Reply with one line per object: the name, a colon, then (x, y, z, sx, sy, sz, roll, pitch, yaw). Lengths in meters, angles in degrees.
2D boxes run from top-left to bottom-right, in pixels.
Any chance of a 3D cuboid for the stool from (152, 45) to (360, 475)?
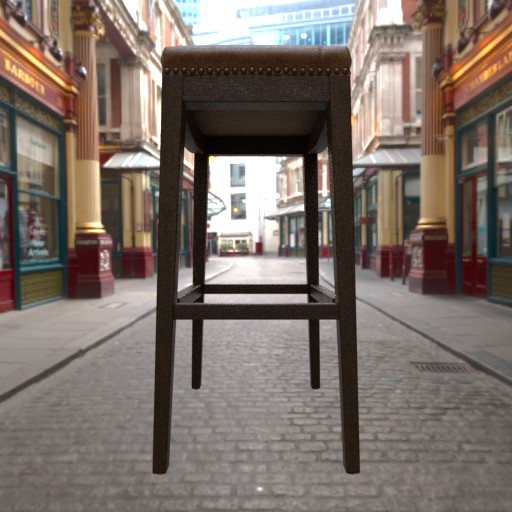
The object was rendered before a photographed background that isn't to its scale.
stool: (0.000, 0.000, 1.013, 0.361, 0.759, 0.500, 0, 1, 0)
